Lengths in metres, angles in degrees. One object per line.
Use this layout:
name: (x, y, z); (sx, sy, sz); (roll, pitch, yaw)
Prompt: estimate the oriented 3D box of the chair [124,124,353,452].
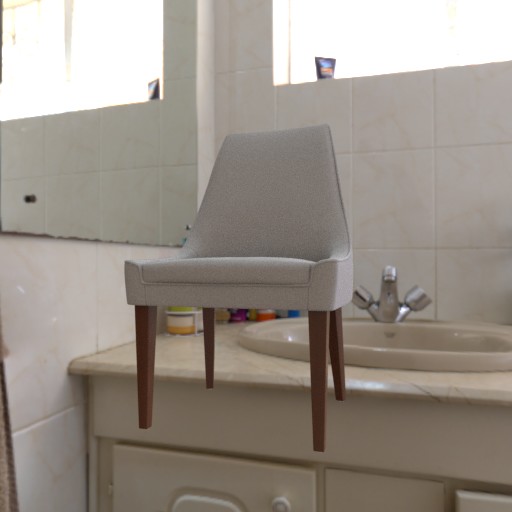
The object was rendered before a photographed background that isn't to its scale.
chair: (0.000, 0.000, 1.256); (0.529, 0.861, 0.544); (0, -2, 18)
